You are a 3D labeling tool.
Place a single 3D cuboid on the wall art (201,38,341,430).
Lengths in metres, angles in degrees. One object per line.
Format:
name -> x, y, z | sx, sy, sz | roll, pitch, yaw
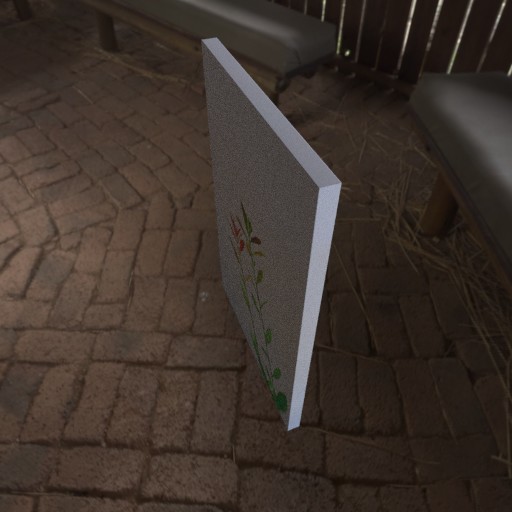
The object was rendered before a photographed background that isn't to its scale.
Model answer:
wall art -> 0.000, 0.000, 1.200 | 0.039, 0.915, 0.612 | -16, 49, -15
